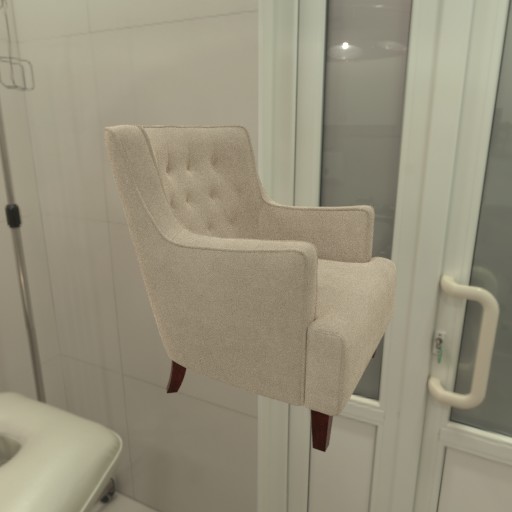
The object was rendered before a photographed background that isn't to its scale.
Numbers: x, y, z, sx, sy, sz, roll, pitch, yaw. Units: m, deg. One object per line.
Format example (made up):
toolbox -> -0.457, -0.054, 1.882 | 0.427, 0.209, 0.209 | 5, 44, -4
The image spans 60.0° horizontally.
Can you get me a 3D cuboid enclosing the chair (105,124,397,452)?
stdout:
chair -> 0.000, 0.000, 1.617 | 0.910, 0.920, 0.781 | 8, 18, 26
